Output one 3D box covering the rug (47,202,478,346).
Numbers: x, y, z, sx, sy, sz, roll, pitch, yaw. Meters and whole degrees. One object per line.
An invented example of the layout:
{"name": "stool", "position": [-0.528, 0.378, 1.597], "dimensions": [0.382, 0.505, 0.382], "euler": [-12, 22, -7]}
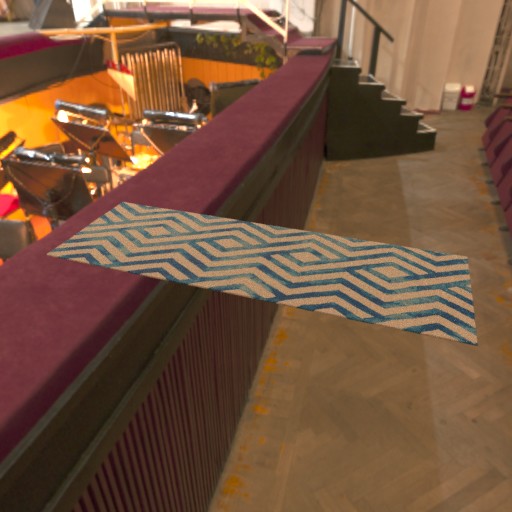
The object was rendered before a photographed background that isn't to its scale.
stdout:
{"name": "rug", "position": [0.000, 0.000, 1.654], "dimensions": [1.492, 0.007, 0.503], "euler": [10, 33, 16]}
